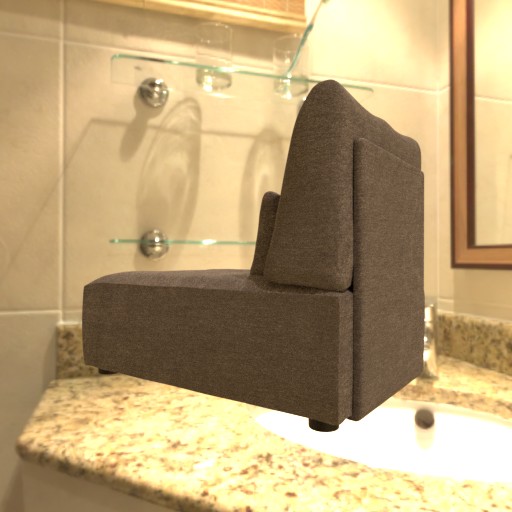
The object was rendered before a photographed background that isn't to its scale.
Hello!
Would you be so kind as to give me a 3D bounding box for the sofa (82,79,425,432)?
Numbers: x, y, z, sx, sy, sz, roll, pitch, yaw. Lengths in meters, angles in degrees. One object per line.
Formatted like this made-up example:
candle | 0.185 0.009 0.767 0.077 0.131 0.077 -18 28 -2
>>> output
sofa | 0.000 0.000 1.545 1.000 0.820 0.700 0 0 36
